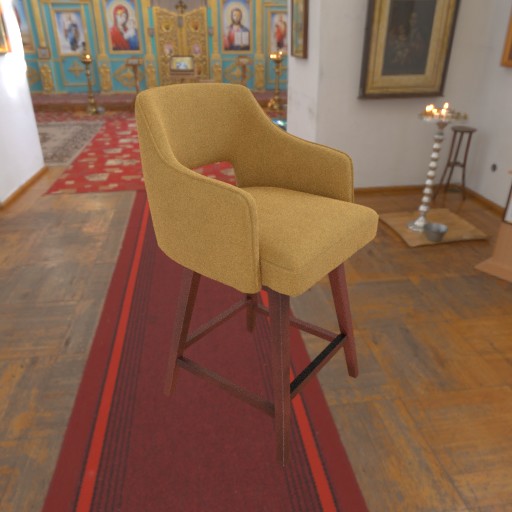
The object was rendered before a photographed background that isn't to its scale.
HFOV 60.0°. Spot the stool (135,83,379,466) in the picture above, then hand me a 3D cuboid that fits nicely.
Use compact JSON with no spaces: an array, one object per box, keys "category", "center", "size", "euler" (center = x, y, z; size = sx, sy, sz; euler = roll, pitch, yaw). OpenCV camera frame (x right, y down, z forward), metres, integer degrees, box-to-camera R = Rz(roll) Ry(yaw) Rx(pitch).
[{"category":"stool","center":[0.000,0.000,1.302],"size":[0.558,0.924,0.548],"euler":[18,30,33]}]
